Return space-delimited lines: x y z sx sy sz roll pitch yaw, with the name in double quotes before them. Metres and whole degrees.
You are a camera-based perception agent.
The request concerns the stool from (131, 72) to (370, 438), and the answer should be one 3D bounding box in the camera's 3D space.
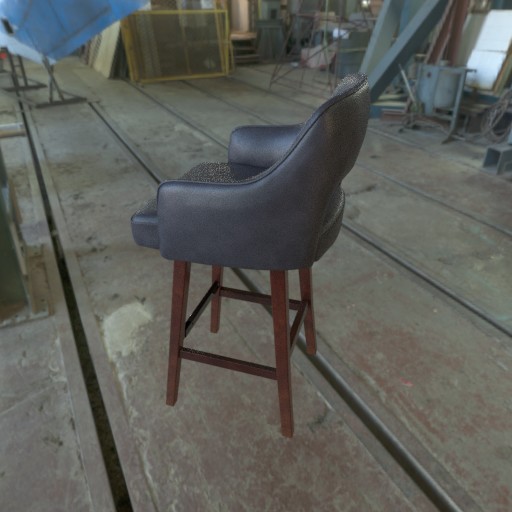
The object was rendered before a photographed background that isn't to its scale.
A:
"stool" 0.000 0.000 1.356 0.560 1.041 0.550 9 32 15
